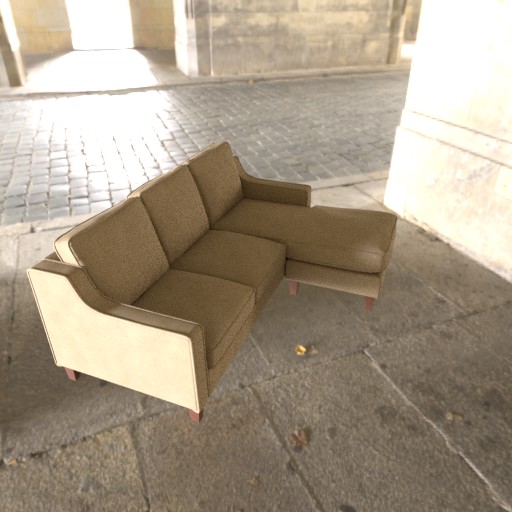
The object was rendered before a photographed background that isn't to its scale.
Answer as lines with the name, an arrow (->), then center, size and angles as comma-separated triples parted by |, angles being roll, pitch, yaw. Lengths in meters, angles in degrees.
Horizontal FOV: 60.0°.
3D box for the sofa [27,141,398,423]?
sofa -> 0.000, 0.000, 3.282 | 1.858, 1.066, 2.317 | 11, 32, 19
